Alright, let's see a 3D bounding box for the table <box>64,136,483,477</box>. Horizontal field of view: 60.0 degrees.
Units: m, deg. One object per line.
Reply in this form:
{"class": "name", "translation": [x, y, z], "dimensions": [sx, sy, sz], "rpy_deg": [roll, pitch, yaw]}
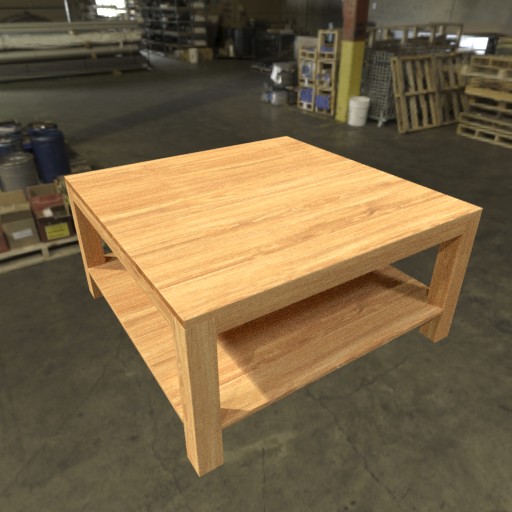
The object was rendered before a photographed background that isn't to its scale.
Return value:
{"class": "table", "translation": [0.000, 0.000, 1.440], "dimensions": [0.900, 0.450, 0.900], "rpy_deg": [-18, 35, -28]}
